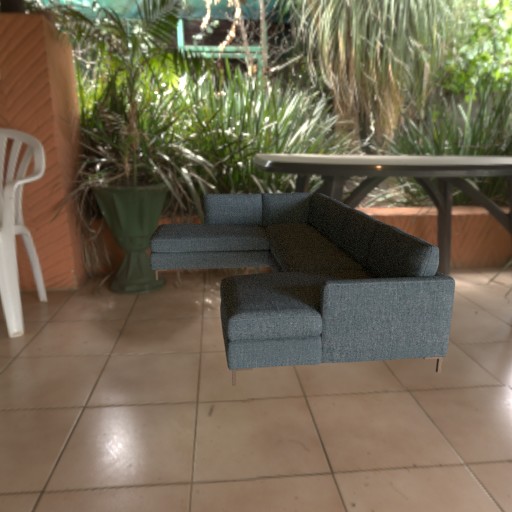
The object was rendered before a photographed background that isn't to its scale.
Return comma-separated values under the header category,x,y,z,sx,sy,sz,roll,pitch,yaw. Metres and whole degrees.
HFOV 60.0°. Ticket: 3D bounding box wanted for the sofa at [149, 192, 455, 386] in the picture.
category,x,y,z,sx,sy,sz,roll,pitch,yaw
sofa,0.000,0.000,3.615,1.879,0.753,2.737,-2,15,-6
